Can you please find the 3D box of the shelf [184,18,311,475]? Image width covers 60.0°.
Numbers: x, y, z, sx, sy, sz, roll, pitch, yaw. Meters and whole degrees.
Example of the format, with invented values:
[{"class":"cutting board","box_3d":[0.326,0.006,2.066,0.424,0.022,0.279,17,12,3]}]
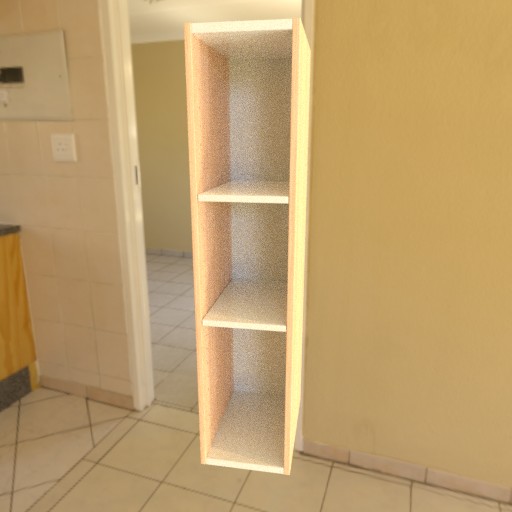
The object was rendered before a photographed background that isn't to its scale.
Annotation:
[{"class":"shelf","box_3d":[0.000,0.000,0.983,0.197,0.882,0.290,3,15,10]}]
